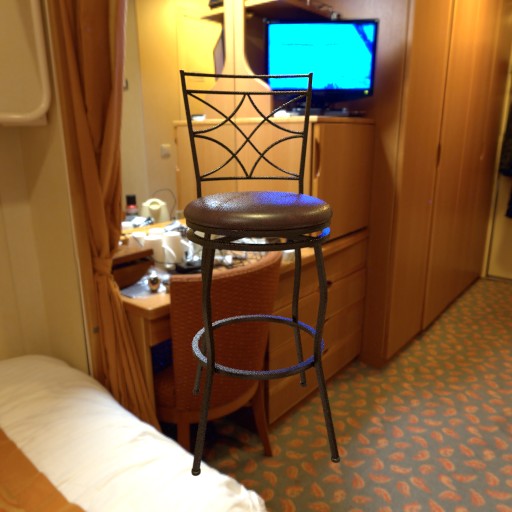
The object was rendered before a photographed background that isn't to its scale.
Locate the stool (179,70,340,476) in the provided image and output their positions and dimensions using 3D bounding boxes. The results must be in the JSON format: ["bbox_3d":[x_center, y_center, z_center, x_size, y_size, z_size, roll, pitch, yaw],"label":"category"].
[{"bbox_3d":[0.000,0.000,1.370,0.434,1.117,0.534,-2,15,-7],"label":"stool"}]
